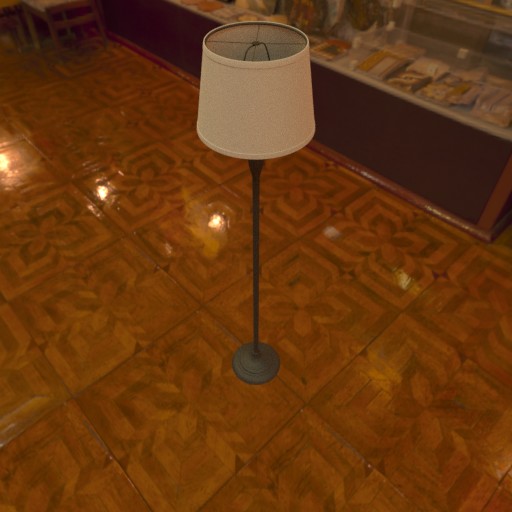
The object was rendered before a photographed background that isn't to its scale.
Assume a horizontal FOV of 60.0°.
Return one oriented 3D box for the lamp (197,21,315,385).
[{"bbox_3d":[0.000,0.000,1.610,0.327,1.506,0.327,-32,54,-27],"label":"lamp"}]
